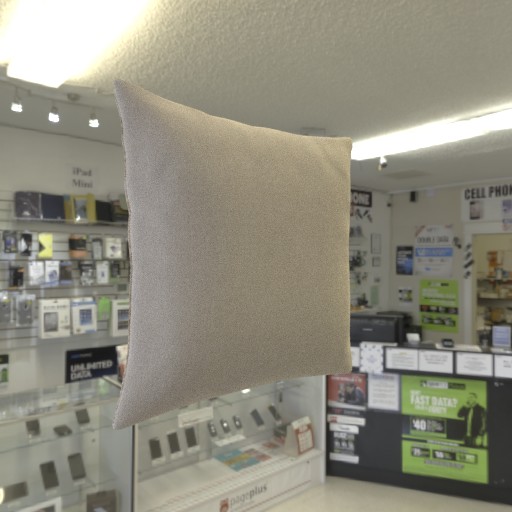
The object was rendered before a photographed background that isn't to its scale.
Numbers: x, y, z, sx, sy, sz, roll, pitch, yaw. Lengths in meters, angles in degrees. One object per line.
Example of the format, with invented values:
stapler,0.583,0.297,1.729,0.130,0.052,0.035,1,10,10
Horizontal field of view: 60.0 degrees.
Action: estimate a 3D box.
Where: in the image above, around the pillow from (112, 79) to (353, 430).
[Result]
pillow,0.000,0.000,0.800,0.523,0.510,0.166,0,-1,-37
